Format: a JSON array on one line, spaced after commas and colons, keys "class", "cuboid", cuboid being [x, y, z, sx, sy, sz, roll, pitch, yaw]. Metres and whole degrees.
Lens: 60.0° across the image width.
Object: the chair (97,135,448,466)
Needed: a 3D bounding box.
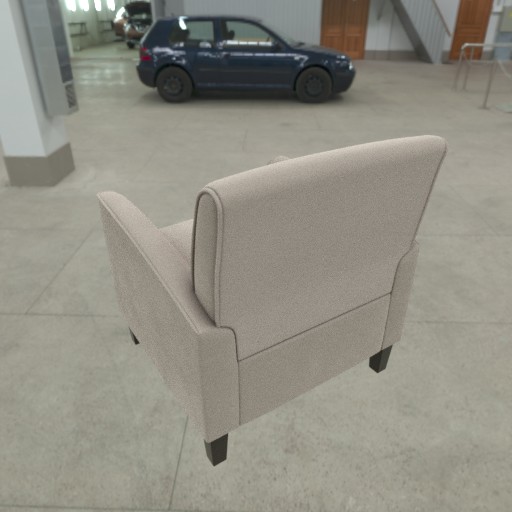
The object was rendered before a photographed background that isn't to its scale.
[{"class": "chair", "cuboid": [0.000, 0.000, 1.535, 0.820, 0.915, 0.820, -18, 34, -29]}]
